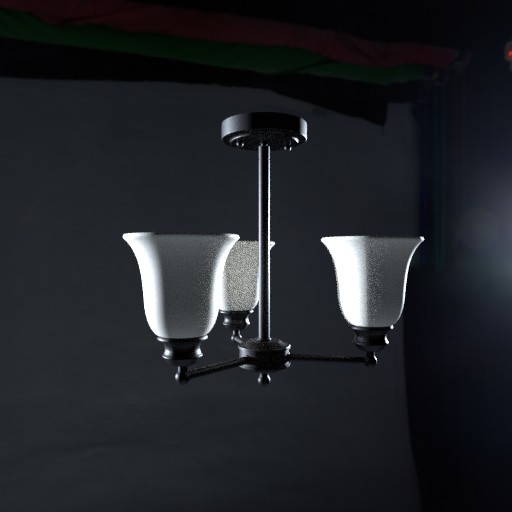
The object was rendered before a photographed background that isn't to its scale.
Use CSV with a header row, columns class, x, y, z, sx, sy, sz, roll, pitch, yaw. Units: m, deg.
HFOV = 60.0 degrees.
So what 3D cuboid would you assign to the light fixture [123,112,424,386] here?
class,x,y,z,sx,sy,sz,roll,pitch,yaw
light fixture,0.000,0.000,0.664,0.388,0.370,0.354,0,0,-18
